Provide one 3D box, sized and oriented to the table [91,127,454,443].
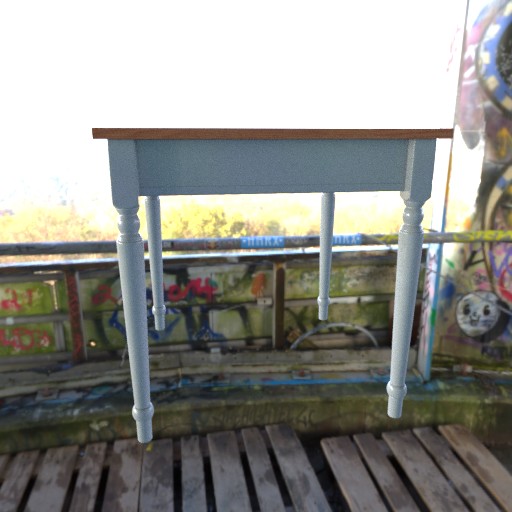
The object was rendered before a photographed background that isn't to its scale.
[{"bbox_3d":[0.000,0.000,1.349,0.747,0.738,0.747,-2,15,-8],"label":"table"}]
